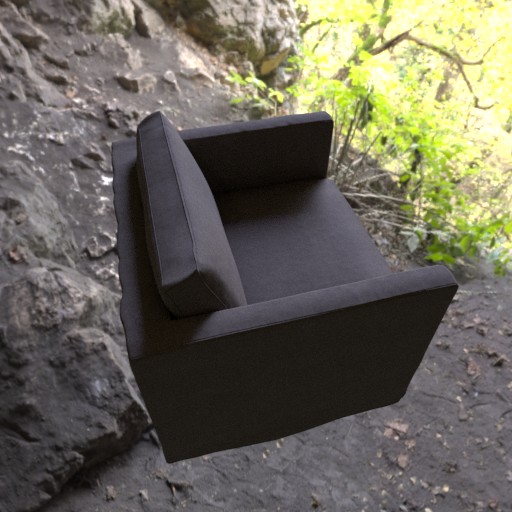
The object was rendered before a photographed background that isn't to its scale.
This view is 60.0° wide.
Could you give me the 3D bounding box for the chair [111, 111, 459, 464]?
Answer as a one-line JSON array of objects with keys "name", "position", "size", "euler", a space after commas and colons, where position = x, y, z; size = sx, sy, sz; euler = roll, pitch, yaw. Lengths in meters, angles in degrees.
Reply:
[{"name": "chair", "position": [0.000, 0.000, 1.686], "size": [0.949, 0.863, 1.057], "euler": [-11, 47, -10]}]
